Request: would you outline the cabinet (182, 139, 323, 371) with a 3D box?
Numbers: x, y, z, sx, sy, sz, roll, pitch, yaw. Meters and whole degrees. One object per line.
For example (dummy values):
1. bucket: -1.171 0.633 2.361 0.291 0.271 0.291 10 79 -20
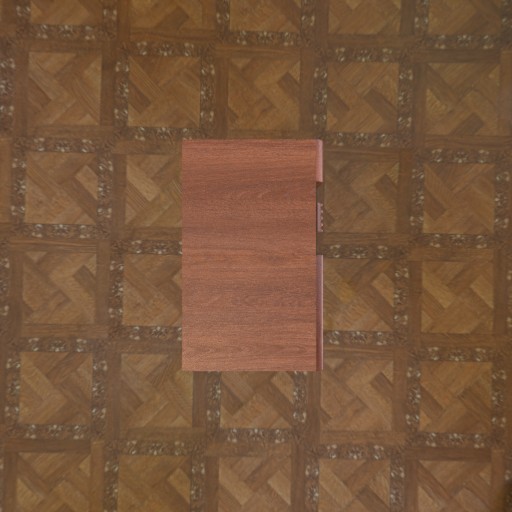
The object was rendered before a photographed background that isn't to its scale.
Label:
1. cabinet: 0.000 0.000 2.252 0.420 1.980 0.660 0 90 0
